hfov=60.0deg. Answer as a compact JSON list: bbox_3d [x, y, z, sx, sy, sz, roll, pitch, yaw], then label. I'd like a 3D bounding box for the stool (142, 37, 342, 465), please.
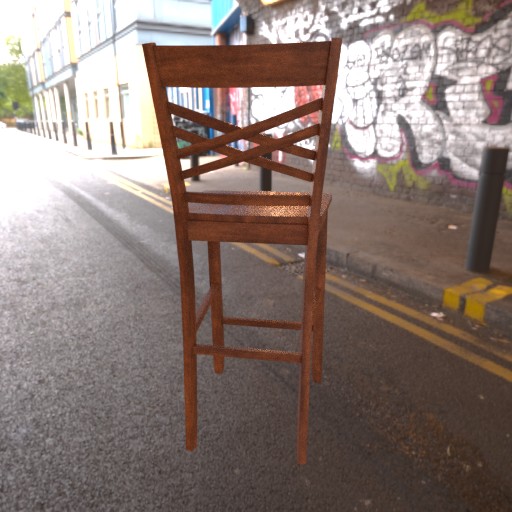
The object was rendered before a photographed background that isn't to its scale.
[{"bbox_3d":[0.000,0.000,1.321,0.433,1.105,0.487,3,18,9],"label":"stool"}]
